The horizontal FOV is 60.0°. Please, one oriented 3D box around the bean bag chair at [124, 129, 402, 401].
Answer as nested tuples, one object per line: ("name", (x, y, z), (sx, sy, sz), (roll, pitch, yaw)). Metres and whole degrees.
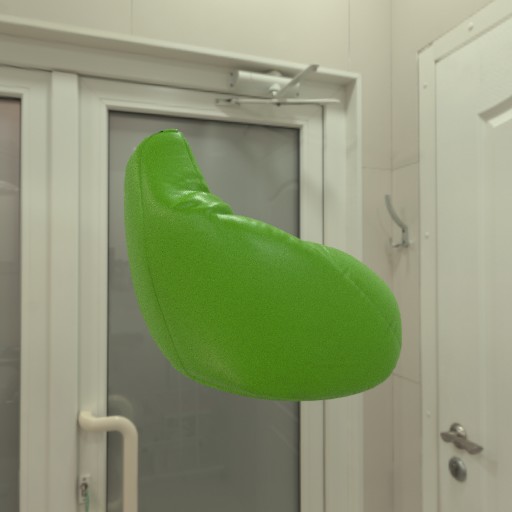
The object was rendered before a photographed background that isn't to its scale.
("bean bag chair", (0.000, 0.000, 1.870), (1.070, 0.990, 1.070), (0, -1, -18))
